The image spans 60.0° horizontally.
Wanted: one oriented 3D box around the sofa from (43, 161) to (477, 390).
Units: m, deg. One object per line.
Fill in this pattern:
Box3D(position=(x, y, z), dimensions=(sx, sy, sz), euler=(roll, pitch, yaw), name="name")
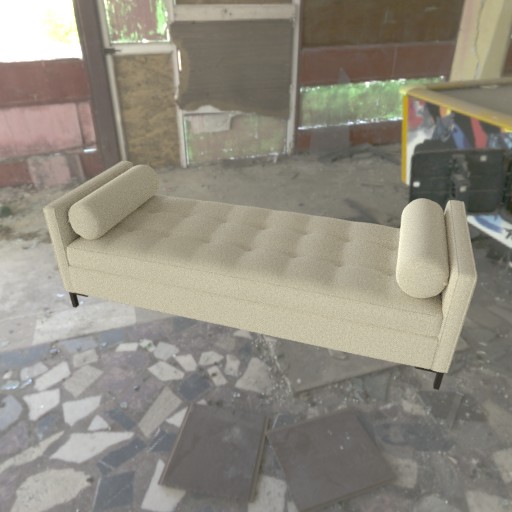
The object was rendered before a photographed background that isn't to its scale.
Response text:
Box3D(position=(0.000, 0.000, 2.355), dimensions=(1.985, 0.641, 0.746), euler=(10, 33, 15), name="sofa")
